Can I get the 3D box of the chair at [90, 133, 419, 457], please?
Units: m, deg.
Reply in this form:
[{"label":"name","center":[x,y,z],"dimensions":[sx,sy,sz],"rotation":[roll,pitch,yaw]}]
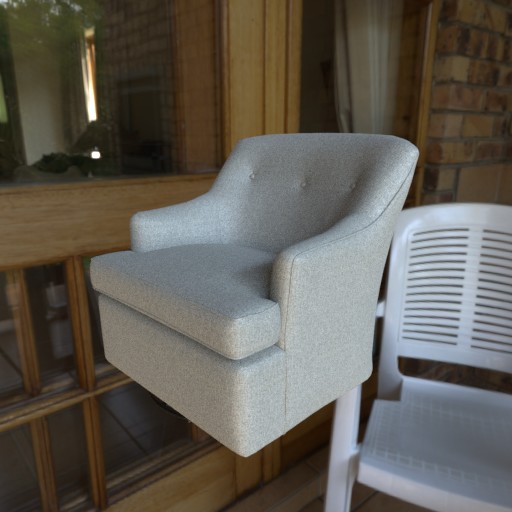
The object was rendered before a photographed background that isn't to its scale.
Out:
[{"label":"chair","center":[0.000,0.000,1.601],"dimensions":[0.864,0.856,0.923],"rotation":[15,21,43]}]
